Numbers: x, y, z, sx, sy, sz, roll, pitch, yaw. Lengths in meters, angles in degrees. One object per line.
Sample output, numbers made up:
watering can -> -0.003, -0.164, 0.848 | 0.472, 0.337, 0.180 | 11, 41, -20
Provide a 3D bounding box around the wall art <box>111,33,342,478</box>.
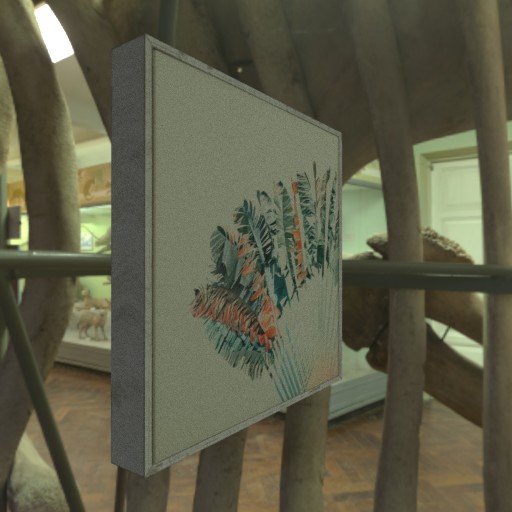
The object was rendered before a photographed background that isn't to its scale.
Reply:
wall art -> 0.000, 0.000, 0.435 | 0.038, 0.303, 0.305 | 0, 0, 37
